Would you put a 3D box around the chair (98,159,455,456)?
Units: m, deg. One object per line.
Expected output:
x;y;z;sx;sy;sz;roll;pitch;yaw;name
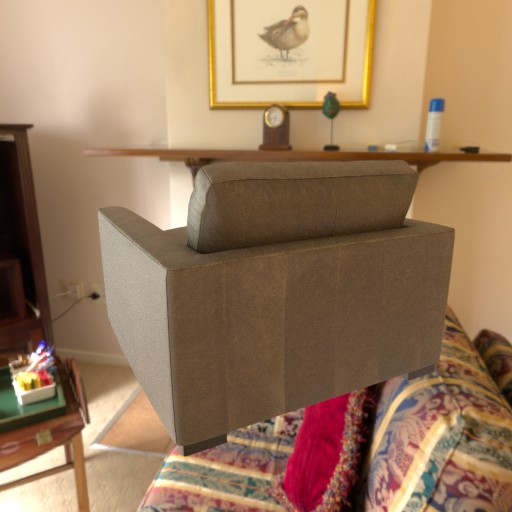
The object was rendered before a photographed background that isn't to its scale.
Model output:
0.000;0.000;1.820;1.106;0.807;1.080;-8;17;-27;chair
